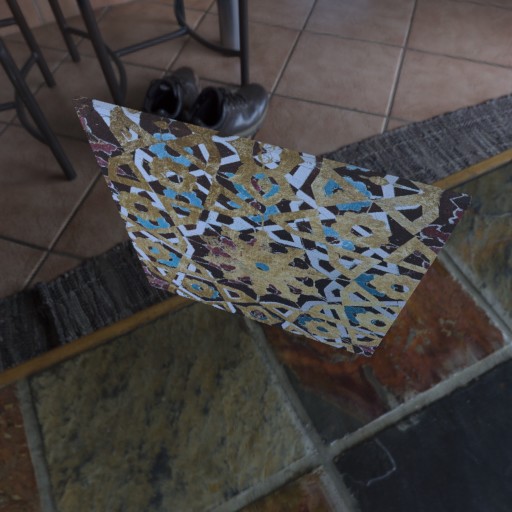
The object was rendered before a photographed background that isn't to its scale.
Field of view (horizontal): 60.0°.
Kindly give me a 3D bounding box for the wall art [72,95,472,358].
[{"bbox_3d":[0.000,0.000,0.600,0.404,0.406,0.010,17,60,10],"label":"wall art"}]
